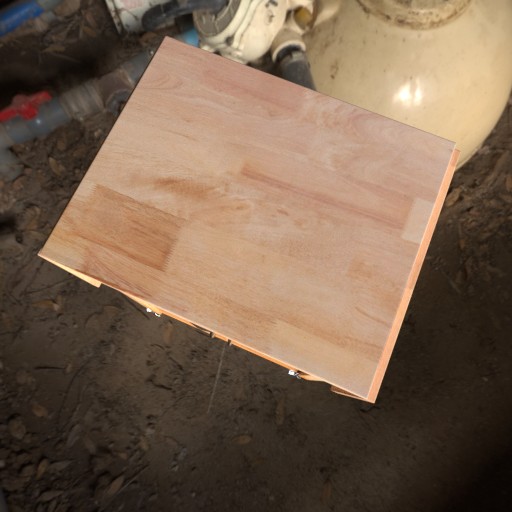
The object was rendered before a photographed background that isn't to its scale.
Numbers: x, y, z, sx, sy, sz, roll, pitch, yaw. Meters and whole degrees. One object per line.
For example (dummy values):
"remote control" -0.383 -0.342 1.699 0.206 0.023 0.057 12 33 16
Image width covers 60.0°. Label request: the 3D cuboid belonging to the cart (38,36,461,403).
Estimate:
"cart" 0.000 0.000 1.205 0.640 0.838 0.508 23 76 6
